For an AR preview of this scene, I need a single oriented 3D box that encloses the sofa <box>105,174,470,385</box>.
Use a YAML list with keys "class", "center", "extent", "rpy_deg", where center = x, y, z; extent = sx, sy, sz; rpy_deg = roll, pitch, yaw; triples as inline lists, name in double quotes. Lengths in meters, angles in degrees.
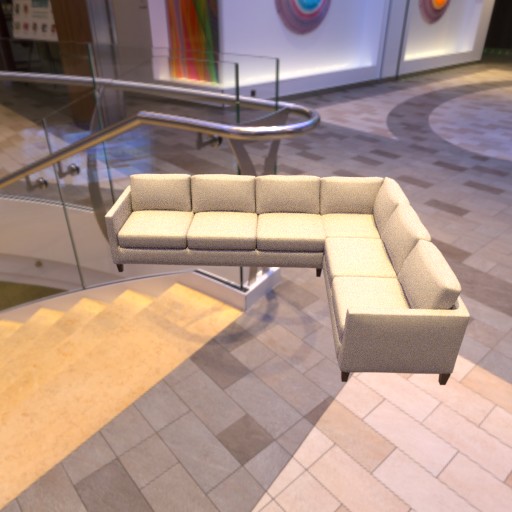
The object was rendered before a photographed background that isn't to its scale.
- class: "sofa"
  center: [0.000, 0.000, 4.519]
  extent: [3.333, 0.934, 2.522]
  rpy_deg: [1, 31, 2]
